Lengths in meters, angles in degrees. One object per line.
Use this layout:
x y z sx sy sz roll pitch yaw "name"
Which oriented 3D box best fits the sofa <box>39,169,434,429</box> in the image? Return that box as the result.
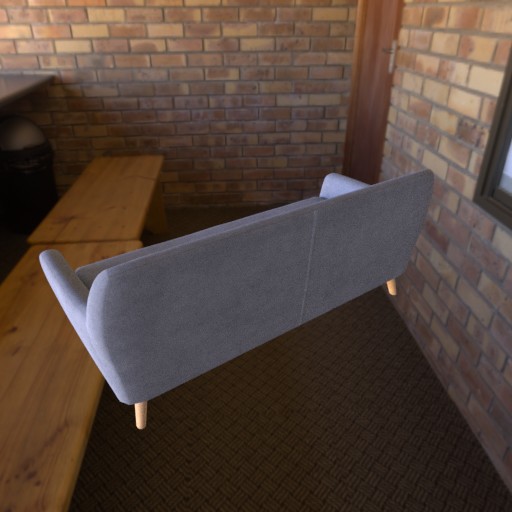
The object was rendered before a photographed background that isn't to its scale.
0.000 0.000 2.379 1.970 0.830 0.830 -20 35 -32 "sofa"
